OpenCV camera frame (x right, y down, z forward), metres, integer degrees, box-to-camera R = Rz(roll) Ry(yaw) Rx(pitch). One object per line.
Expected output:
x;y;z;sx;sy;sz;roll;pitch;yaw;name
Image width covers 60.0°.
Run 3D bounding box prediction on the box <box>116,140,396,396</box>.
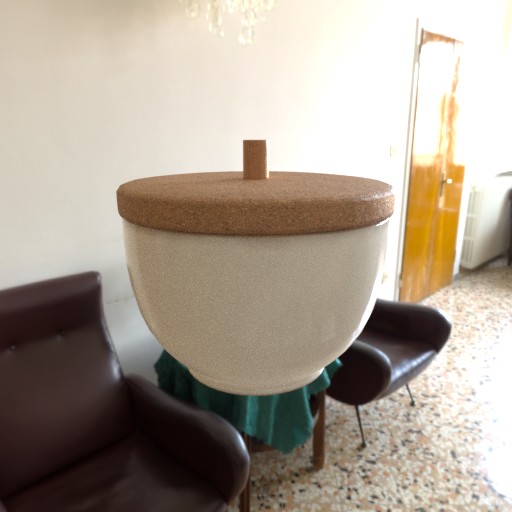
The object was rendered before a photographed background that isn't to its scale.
0.000;0.000;0.185;0.107;0.094;0.107;0;15;0;box
